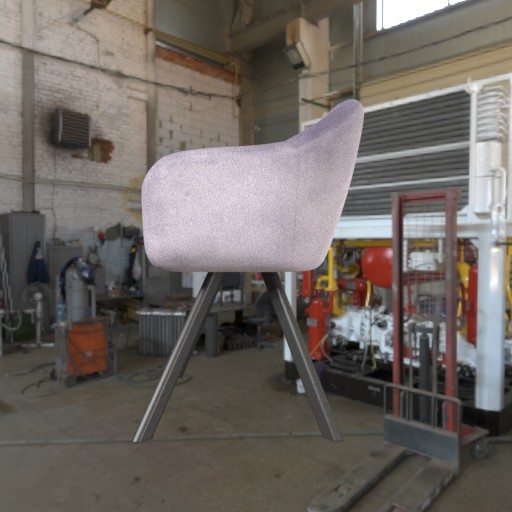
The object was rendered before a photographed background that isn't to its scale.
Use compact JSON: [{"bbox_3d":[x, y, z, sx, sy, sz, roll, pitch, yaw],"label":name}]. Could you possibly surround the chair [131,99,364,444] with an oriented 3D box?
[{"bbox_3d":[0.000,0.000,1.168,0.540,0.780,0.570,0,2,-1],"label":"chair"}]
